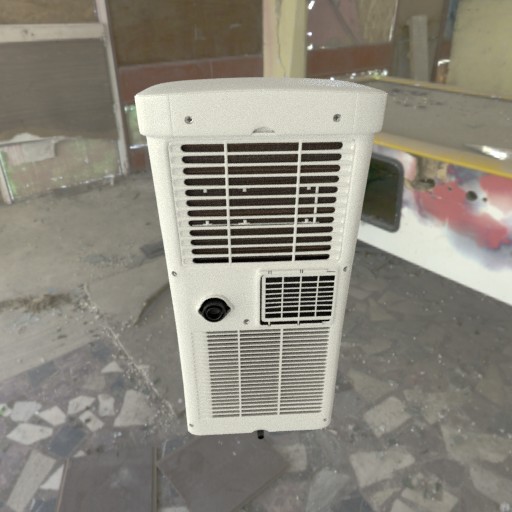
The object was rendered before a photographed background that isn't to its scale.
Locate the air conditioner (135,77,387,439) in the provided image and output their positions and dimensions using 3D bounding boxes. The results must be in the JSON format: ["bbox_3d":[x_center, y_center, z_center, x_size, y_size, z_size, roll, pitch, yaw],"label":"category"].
[{"bbox_3d":[0.000,0.000,0.915,0.352,0.716,0.369,-2,30,-3],"label":"air conditioner"}]
